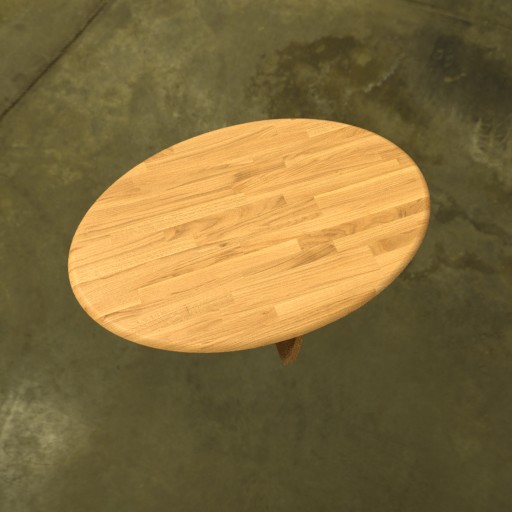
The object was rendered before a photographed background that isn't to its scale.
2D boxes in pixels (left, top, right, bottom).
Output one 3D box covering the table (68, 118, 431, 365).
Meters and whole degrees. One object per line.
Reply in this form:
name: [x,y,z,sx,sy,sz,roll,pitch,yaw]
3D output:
table: [0.000,0.000,1.443,1.040,0.490,0.690,-18,66,-8]
